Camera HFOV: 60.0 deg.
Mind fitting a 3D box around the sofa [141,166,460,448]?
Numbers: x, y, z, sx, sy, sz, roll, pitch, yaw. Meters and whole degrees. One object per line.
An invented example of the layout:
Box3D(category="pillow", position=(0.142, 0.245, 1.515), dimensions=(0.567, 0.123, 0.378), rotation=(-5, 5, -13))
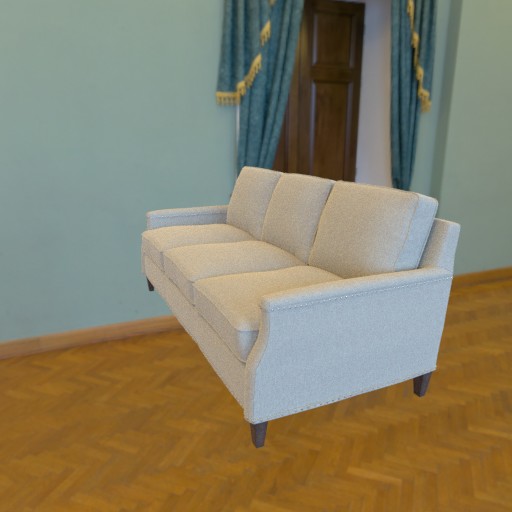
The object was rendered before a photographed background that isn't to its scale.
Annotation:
Box3D(category="sofa", position=(0.000, 0.000, 2.832), dimensions=(1.084, 1.003, 2.246), rotation=(-7, 17, -24))
